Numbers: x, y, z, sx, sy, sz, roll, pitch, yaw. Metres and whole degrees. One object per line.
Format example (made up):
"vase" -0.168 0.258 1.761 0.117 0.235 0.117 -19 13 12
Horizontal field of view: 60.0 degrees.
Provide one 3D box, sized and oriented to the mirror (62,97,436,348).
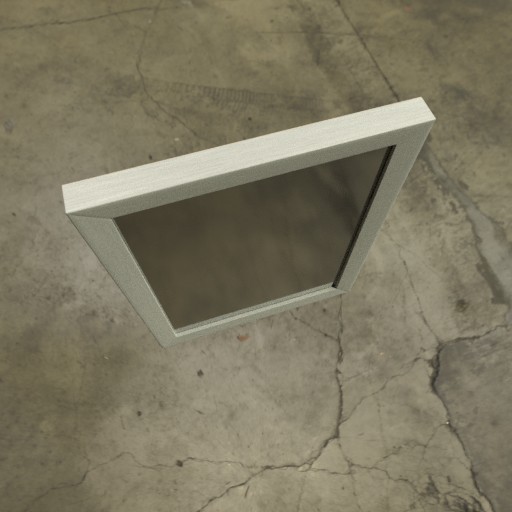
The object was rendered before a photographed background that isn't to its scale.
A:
"mirror" 0.000 0.000 0.698 0.405 0.508 0.041 -16 64 -8
